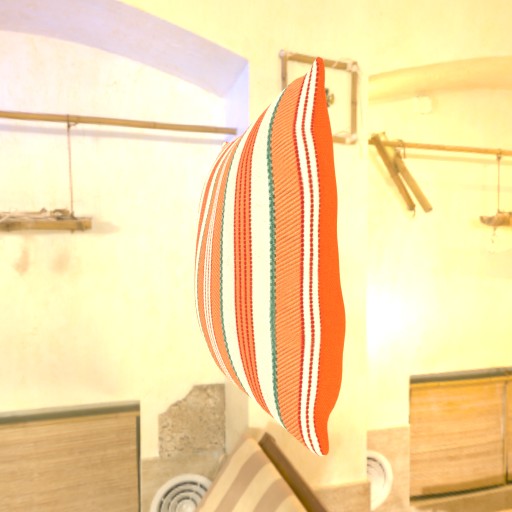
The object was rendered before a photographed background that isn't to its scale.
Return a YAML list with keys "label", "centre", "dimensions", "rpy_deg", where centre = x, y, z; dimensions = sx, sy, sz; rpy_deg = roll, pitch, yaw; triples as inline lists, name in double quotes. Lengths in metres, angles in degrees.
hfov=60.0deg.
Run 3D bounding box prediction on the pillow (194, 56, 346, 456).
- label: "pillow"
  centre: [0.000, 0.000, 0.675]
  dimensions: [0.182, 0.441, 0.440]
  rpy_deg: [0, 1, -18]
